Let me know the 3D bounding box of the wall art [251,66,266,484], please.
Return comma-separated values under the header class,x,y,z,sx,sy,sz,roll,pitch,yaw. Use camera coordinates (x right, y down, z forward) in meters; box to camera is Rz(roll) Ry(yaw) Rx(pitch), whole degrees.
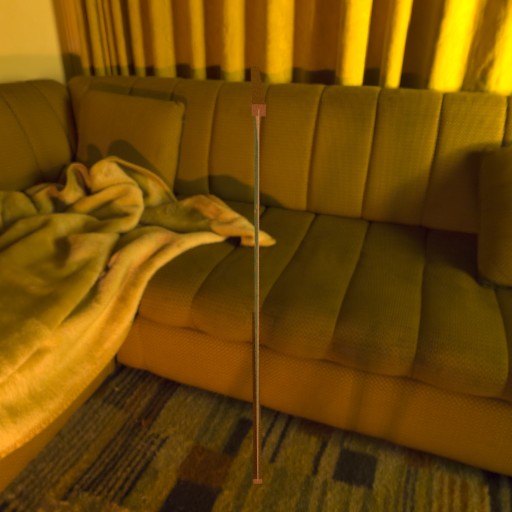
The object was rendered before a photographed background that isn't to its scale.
class,x,y,z,sx,sy,sz,roll,pitch,yaw
wall art,0.000,0.000,0.683,0.012,0.508,0.405,0,27,-1
